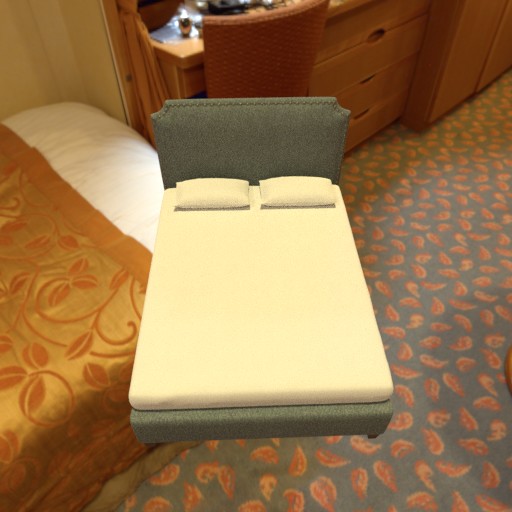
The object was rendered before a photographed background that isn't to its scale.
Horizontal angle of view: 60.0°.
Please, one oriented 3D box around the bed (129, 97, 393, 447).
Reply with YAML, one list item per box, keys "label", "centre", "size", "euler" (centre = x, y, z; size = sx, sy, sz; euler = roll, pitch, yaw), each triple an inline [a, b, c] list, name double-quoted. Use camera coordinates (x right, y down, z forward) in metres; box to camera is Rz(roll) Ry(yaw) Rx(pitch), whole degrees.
- label: "bed"
  centre: [0.000, 0.000, 3.430]
  size: [1.712, 1.443, 2.372]
  euler: [-2, 46, -1]
